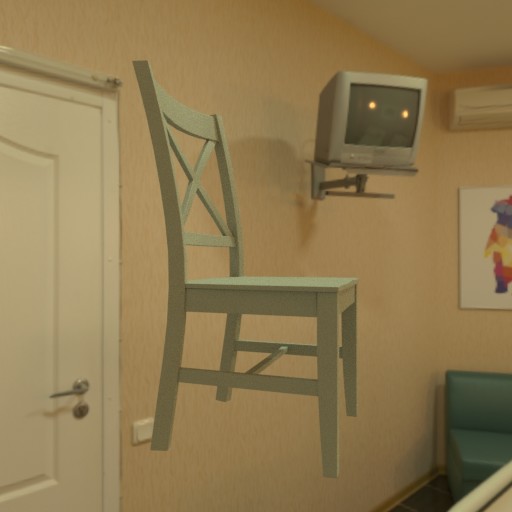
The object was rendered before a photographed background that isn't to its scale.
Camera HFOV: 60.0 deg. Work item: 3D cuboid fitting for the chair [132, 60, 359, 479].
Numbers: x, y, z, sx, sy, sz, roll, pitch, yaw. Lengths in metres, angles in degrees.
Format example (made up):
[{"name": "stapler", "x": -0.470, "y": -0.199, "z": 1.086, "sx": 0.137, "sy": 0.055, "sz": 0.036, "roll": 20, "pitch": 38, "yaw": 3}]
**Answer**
[{"name": "chair", "x": 0.000, "y": 0.000, "z": 1.263, "sx": 0.542, "sy": 0.983, "sz": 0.485, "roll": 0, "pitch": 0, "yaw": 19}]
